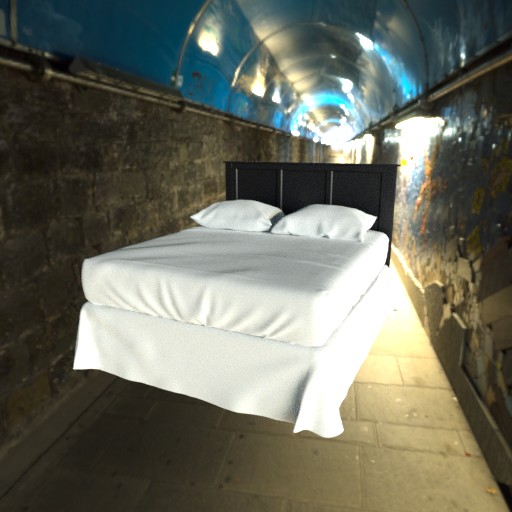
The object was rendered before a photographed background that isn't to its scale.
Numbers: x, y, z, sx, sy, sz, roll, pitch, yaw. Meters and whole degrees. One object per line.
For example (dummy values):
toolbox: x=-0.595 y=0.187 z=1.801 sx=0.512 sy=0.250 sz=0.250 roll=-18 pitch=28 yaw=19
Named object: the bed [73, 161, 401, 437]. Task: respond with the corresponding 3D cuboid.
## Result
bed: x=0.000 y=0.000 z=3.248 sx=1.870 sy=1.270 sz=2.050 roll=7 pitch=16 yaw=25
